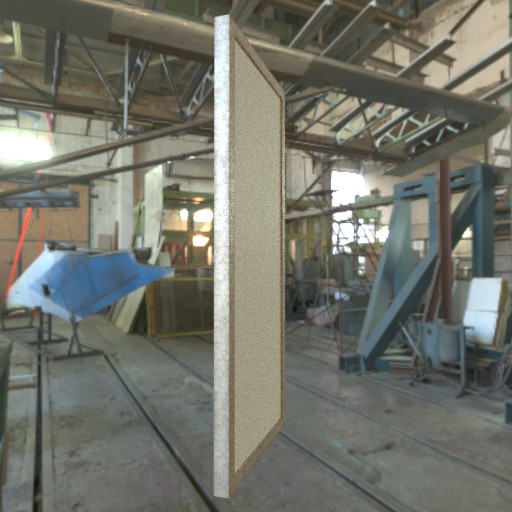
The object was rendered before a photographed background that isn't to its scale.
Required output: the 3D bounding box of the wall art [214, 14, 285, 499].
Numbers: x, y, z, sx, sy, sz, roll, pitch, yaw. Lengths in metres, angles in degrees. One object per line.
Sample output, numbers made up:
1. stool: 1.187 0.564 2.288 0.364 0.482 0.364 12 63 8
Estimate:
1. wall art: 0.000 0.000 1.649 0.051 1.461 0.648 0 -1 19
